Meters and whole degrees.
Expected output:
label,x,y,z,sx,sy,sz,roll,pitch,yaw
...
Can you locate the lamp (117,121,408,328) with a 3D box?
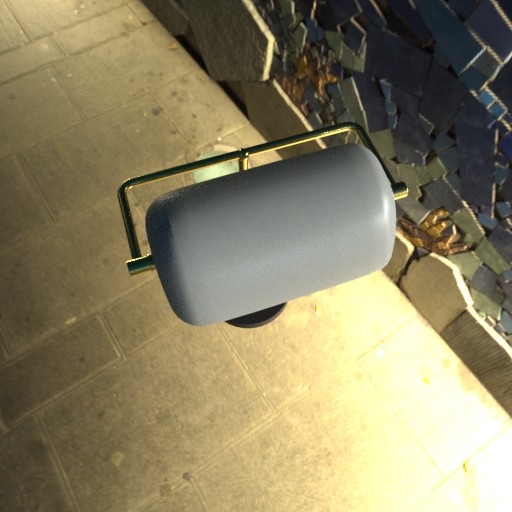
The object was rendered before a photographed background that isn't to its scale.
label,x,y,z,sx,sy,sz,roll,pitch,yaw
lamp,0.000,0.000,0.566,0.269,0.404,0.227,-17,64,-8
